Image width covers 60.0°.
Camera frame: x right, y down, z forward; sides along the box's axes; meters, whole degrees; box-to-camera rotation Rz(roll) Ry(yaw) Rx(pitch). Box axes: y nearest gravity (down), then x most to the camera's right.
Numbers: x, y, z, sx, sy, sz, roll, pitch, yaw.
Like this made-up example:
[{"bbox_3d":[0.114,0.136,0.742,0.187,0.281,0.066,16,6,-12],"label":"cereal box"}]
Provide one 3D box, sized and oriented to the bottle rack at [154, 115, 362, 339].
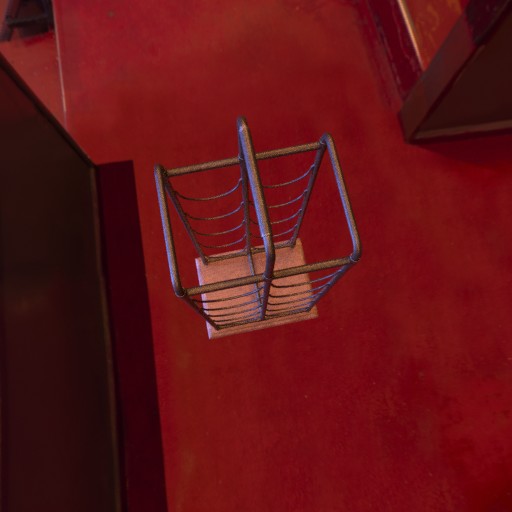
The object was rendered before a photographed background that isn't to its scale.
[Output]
[{"bbox_3d":[0.000,0.000,0.802,0.276,0.680,0.208,-11,76,-3],"label":"bottle rack"}]
